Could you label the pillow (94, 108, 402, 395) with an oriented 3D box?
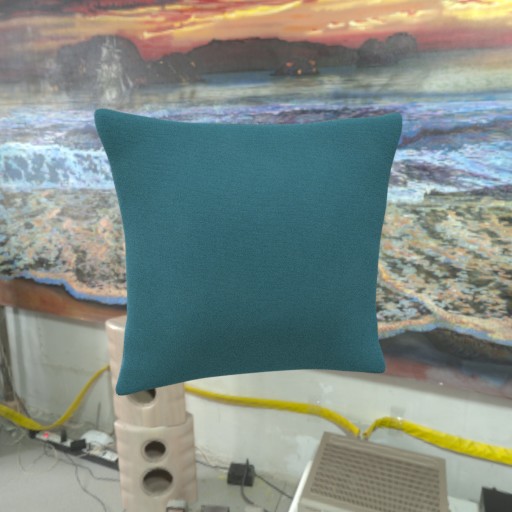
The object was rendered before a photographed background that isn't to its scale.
[{"bbox_3d":[0.000,0.000,0.664,0.433,0.415,0.151,-2,15,-9],"label":"pillow"}]
